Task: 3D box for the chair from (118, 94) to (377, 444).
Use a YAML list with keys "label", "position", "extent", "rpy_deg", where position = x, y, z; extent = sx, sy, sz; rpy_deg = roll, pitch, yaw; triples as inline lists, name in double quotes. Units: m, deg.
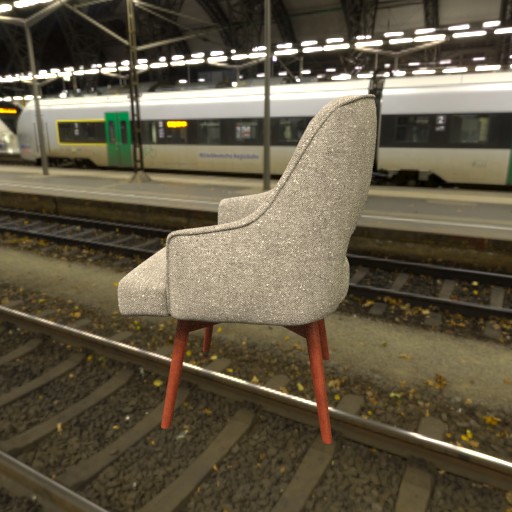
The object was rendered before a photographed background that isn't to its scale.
- label: "chair"
  position: [0.000, 0.000, 1.298]
  extent: [0.629, 0.875, 0.608]
  rpy_deg: [2, 16, 8]
